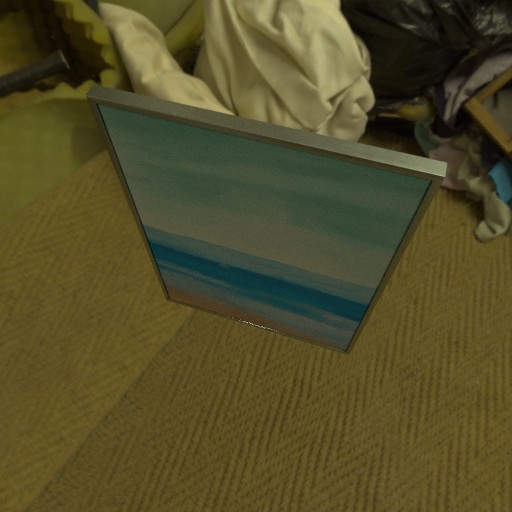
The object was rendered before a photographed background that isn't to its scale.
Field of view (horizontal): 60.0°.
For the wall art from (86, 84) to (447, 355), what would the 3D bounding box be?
[{"bbox_3d":[0.000,0.000,1.407,0.803,1.062,0.041,15,60,9],"label":"wall art"}]
